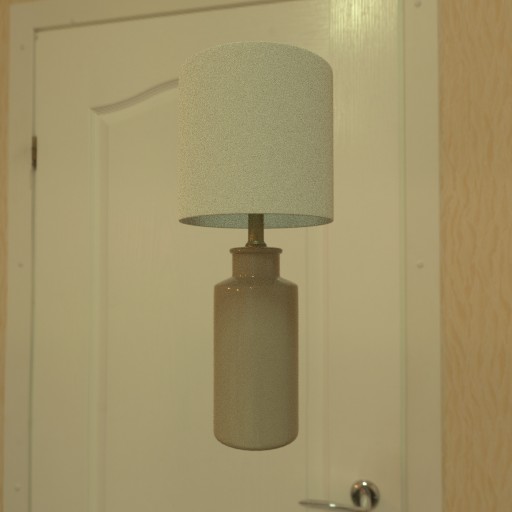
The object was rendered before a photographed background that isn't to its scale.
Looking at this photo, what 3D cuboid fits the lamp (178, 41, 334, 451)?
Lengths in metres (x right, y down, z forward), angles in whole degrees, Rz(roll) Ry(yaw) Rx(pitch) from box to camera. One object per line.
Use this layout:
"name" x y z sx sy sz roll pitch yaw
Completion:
"lamp" 0.000 0.000 0.613 0.212 0.493 0.212 0 -1 -17
